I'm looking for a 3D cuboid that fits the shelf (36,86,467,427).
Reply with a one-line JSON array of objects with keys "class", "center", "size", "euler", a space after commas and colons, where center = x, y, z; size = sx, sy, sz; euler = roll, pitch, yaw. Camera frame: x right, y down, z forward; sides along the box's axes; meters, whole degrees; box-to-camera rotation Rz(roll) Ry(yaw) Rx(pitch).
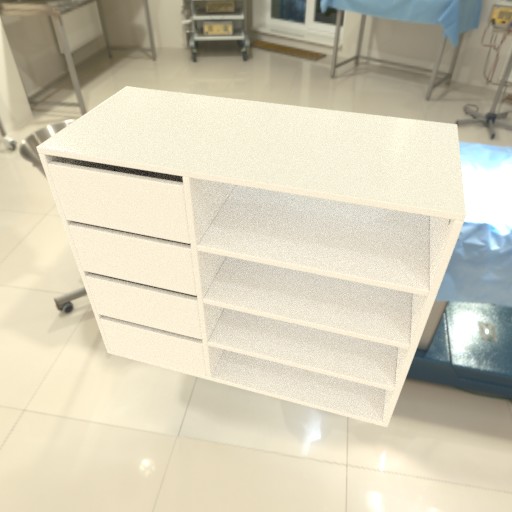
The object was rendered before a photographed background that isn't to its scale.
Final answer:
[{"class": "shelf", "center": [0.000, 0.000, 1.259], "size": [0.895, 0.732, 0.396], "euler": [11, 42, 13]}]
